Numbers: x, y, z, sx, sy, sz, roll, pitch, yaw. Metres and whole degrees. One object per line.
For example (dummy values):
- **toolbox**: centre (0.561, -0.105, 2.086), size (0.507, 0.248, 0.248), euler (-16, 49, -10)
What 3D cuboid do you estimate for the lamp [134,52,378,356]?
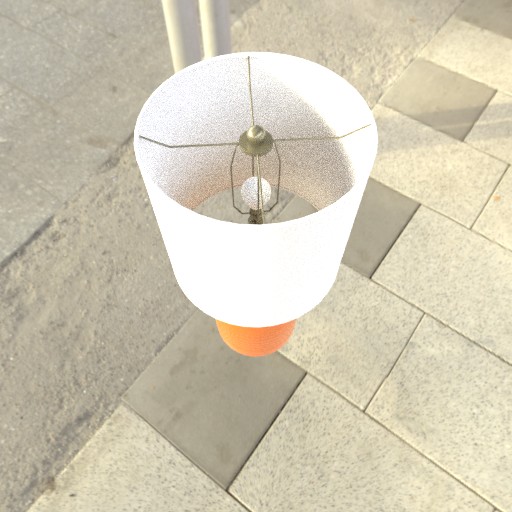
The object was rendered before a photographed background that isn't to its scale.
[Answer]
- **lamp**: centre (0.000, 0.000, 1.139), size (0.418, 0.871, 0.418), euler (31, 64, 17)
